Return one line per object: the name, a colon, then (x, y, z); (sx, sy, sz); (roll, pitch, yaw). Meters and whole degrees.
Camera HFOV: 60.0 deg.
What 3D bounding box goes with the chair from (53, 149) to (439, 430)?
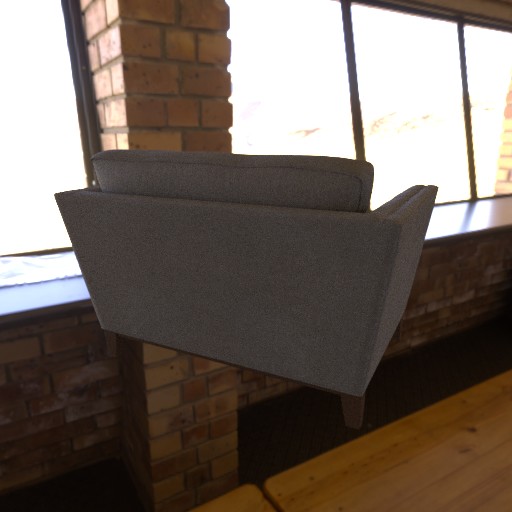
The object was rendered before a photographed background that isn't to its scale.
chair: (0.000, 0.000, 2.005); (1.396, 0.942, 0.965); (8, 17, 26)
